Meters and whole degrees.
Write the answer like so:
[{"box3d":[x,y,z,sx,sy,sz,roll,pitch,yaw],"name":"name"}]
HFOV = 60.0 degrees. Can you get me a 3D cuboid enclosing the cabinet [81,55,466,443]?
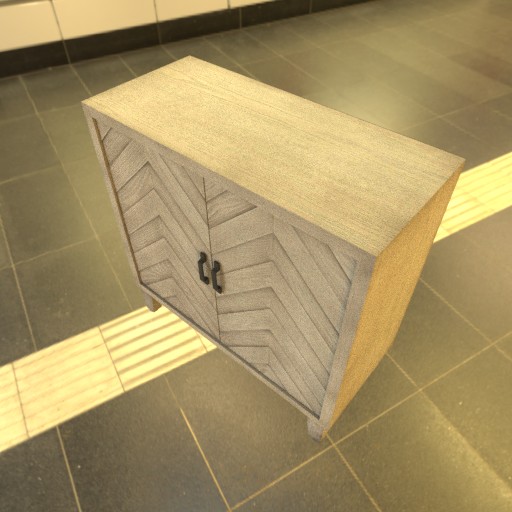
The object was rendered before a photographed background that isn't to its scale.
[{"box3d":[0.000,0.000,1.234,0.781,0.787,0.370,31,53,27],"name":"cabinet"}]
